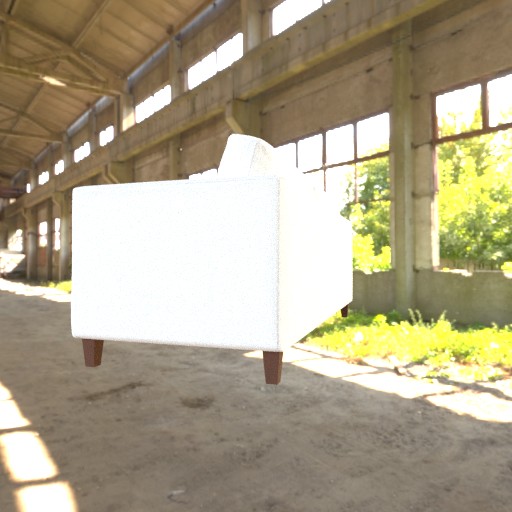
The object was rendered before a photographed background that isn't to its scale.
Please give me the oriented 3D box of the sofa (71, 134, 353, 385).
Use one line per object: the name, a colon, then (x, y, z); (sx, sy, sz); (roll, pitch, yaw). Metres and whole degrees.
sofa: (0.000, 0.000, 2.656); (0.924, 0.933, 2.139); (0, -1, 19)
